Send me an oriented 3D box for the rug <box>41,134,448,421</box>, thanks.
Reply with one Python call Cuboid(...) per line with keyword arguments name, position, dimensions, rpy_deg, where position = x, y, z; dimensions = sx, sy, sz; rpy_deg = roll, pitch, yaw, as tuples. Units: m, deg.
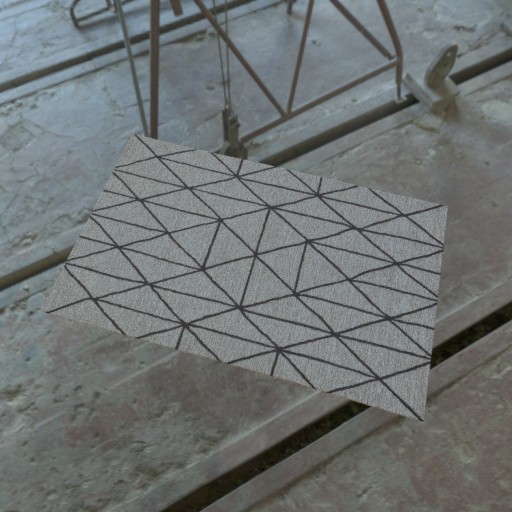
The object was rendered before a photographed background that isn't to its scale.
Cuboid(name="rug", position=(0.000, 0.000, 3.042), dimensions=(2.465, 0.008, 1.526), rpy_deg=(14, 65, 7))
